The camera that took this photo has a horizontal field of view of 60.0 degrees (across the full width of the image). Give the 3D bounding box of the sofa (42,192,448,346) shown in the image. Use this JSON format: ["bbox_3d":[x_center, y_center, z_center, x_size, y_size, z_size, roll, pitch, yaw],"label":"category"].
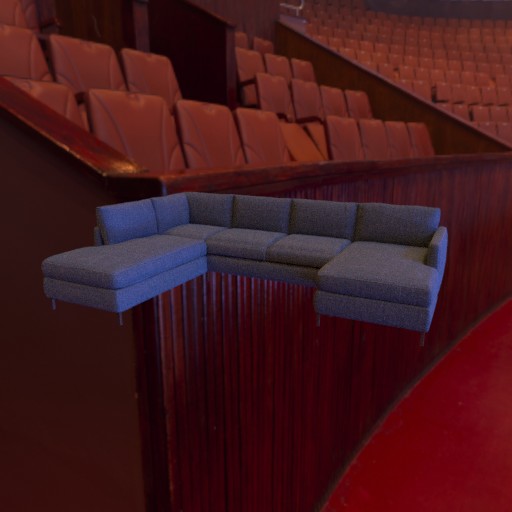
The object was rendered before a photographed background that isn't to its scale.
[{"bbox_3d":[0.000,0.000,3.556,2.737,0.753,1.879,7,16,26],"label":"sofa"}]
